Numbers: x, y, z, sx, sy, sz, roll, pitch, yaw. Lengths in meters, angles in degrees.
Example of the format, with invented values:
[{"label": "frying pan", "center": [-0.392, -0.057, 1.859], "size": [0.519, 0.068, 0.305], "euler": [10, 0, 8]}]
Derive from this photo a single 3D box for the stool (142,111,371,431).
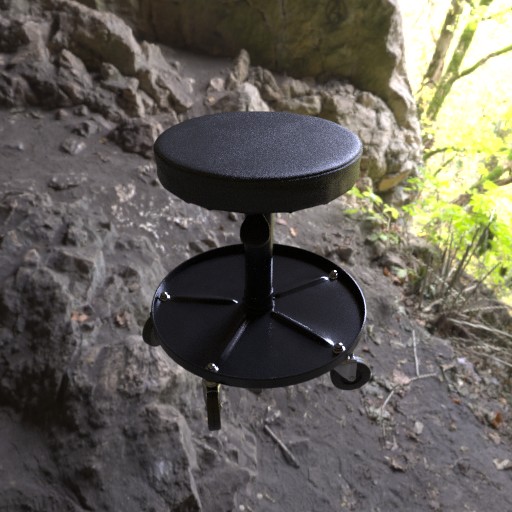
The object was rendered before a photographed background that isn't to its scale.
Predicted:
[{"label": "stool", "center": [0.000, 0.000, 0.676], "size": [0.381, 0.365, 0.382], "euler": [1, 33, 1]}]
